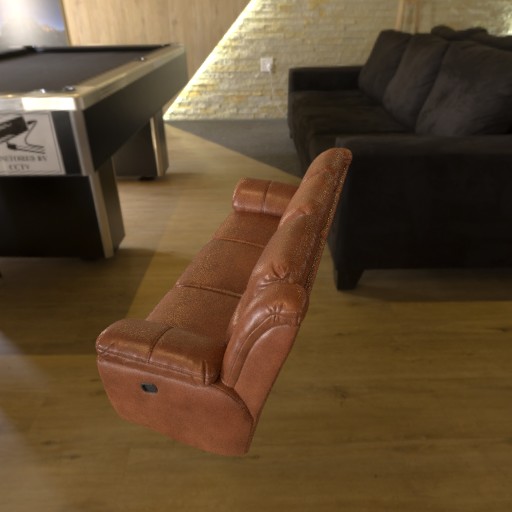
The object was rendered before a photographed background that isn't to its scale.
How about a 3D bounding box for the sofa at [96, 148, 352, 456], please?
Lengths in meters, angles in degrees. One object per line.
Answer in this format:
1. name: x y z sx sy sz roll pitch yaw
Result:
1. sofa: 0.000 0.000 2.910 0.991 1.043 2.337 8 30 13
